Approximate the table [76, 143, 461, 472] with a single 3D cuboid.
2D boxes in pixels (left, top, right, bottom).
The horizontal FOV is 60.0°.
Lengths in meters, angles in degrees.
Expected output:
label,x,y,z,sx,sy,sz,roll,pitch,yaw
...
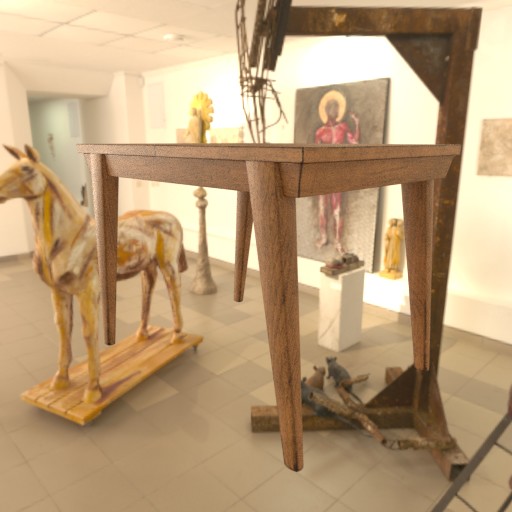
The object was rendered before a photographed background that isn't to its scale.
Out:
label,x,y,z,sx,sy,sz,roll,pitch,yaw
table,0.000,0.000,1.553,0.757,0.760,1.027,-14,20,-43
